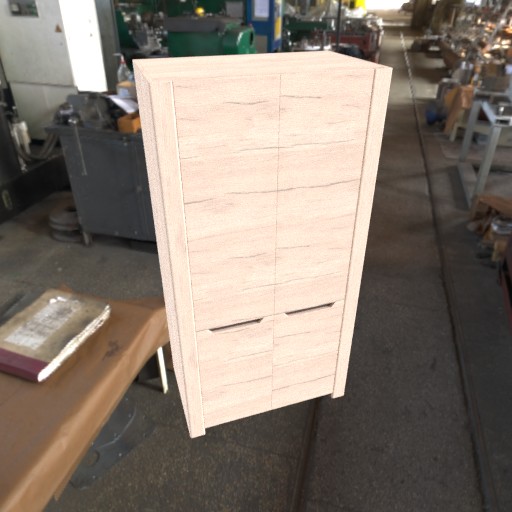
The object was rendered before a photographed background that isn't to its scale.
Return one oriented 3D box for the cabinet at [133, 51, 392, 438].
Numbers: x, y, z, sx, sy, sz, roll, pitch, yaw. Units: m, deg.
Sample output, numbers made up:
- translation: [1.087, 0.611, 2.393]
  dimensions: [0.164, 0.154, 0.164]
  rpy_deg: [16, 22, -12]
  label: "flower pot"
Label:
- translation: [0.000, 0.000, 2.399]
  dimensions: [0.980, 1.930, 0.580]
  rpy_deg: [-10, 33, -16]
  label: "cabinet"
